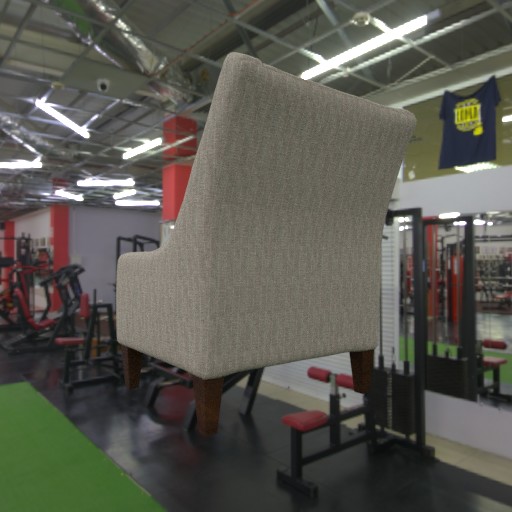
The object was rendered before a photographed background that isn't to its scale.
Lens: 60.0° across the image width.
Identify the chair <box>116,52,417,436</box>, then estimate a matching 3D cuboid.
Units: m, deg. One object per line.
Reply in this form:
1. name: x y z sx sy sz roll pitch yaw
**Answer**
1. chair: 0.000 0.000 1.634 0.774 1.014 0.870 1 -1 -37
